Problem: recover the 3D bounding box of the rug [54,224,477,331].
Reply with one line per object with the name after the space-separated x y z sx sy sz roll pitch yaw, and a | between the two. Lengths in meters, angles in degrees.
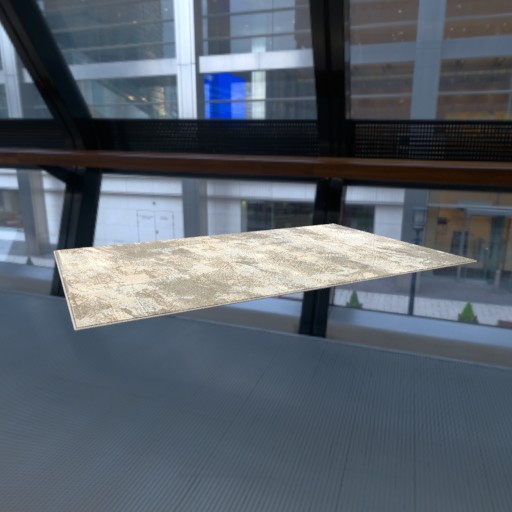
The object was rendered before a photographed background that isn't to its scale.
0.000 0.000 3.000 2.431 0.012 1.536 -7 16 -26 | rug
